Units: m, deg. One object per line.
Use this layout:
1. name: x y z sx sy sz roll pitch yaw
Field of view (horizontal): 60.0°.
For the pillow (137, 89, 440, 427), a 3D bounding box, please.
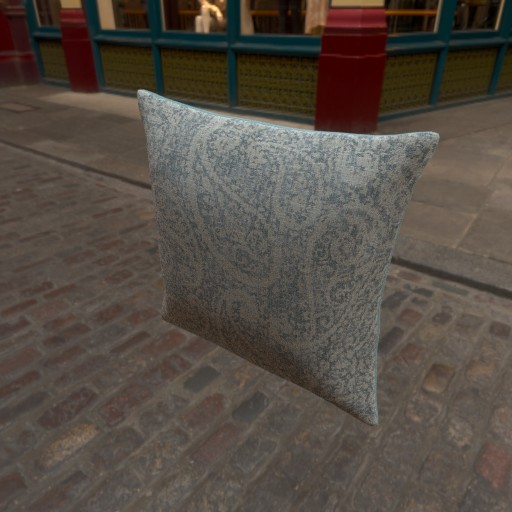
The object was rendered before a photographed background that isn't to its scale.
1. pillow: 0.000 0.000 0.779 0.526 0.507 0.166 20 35 30
